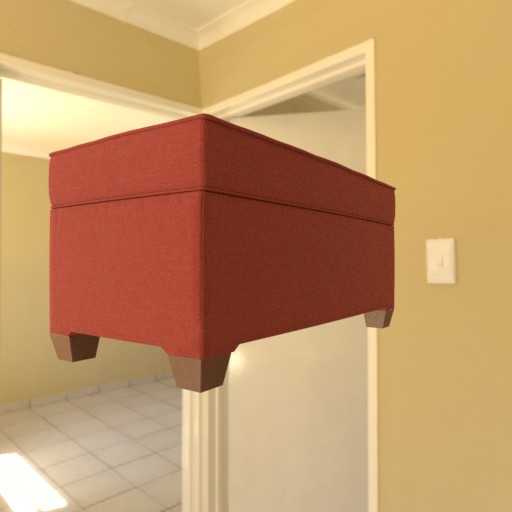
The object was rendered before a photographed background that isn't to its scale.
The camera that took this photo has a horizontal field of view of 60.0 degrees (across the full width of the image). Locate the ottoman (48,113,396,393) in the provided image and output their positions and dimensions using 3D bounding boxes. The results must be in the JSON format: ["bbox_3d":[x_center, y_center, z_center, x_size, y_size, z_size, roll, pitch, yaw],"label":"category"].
[{"bbox_3d":[0.000,0.000,1.208,0.497,0.454,0.948,0,-1,36],"label":"ottoman"}]
